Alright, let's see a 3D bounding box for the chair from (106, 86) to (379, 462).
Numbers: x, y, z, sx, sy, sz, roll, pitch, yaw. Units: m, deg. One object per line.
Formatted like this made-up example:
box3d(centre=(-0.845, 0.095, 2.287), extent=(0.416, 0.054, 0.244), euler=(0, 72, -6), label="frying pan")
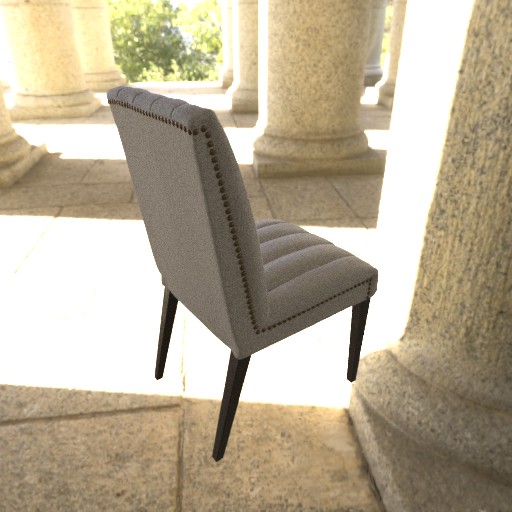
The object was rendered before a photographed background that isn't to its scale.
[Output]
box3d(centre=(0.000, 0.000, 1.395), extent=(0.647, 1.016, 0.511), euler=(-19, 33, -31), label="chair")
